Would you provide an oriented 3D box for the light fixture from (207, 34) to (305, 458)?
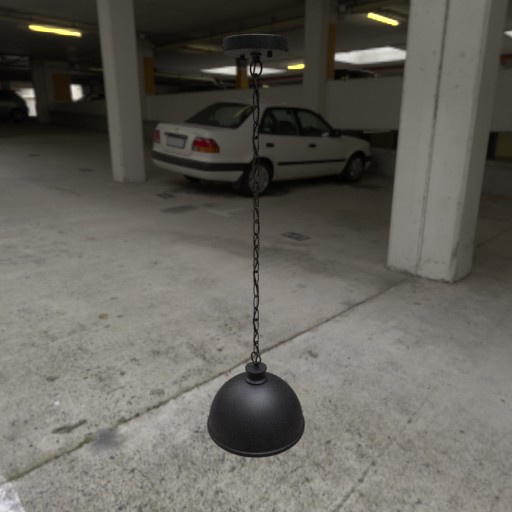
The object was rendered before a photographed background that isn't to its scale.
[{"bbox_3d":[0.000,0.000,1.229,0.304,1.090,0.304,16,23,42],"label":"light fixture"}]
